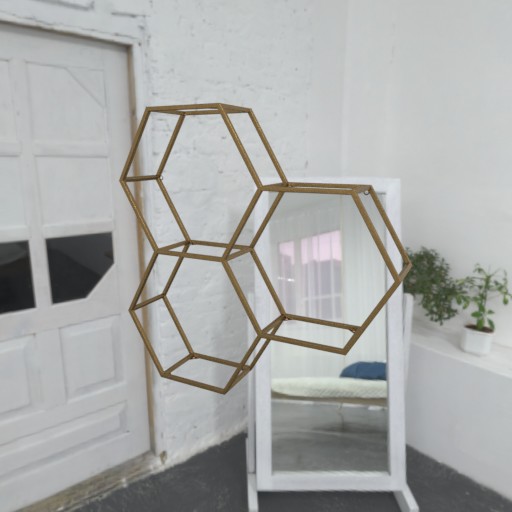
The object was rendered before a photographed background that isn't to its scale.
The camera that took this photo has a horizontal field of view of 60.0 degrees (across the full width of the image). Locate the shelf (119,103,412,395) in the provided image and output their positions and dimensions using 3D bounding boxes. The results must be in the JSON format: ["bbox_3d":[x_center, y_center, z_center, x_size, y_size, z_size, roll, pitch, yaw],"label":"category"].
[{"bbox_3d":[0.000,0.000,1.081,0.708,0.701,0.150,7,15,26],"label":"shelf"}]
